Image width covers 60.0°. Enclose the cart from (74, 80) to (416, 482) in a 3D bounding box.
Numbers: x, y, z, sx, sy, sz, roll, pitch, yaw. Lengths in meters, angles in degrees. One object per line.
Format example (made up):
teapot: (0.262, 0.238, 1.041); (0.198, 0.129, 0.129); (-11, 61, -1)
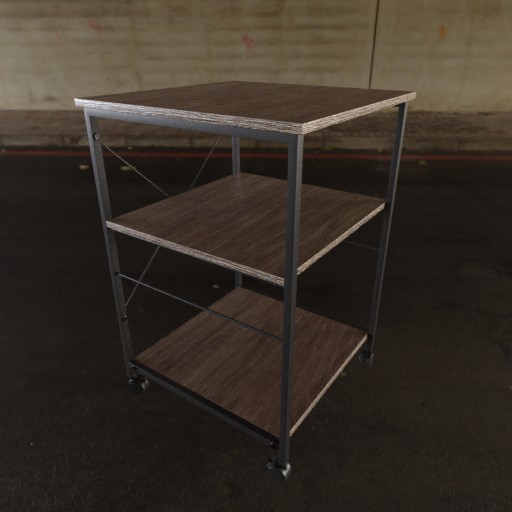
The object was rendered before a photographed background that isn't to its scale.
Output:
cart: (0.000, 0.000, 1.108); (0.520, 0.762, 0.521); (17, 31, 31)
